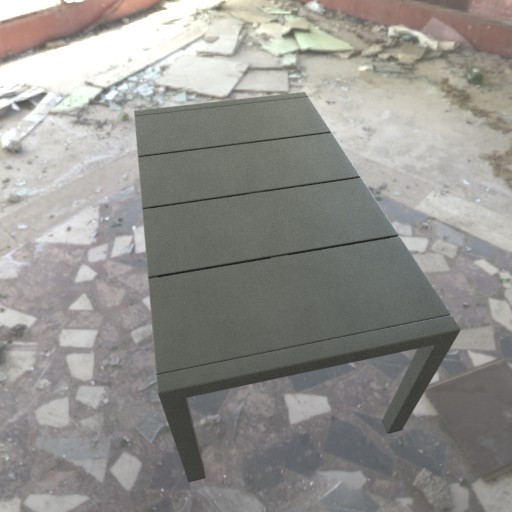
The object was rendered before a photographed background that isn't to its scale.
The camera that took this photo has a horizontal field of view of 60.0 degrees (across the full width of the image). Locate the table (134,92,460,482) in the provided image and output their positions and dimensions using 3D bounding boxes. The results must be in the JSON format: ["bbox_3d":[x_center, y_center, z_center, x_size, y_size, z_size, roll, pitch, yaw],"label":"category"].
[{"bbox_3d":[0.000,0.000,1.266,0.559,0.460,0.965,-10,47,-9],"label":"table"}]
